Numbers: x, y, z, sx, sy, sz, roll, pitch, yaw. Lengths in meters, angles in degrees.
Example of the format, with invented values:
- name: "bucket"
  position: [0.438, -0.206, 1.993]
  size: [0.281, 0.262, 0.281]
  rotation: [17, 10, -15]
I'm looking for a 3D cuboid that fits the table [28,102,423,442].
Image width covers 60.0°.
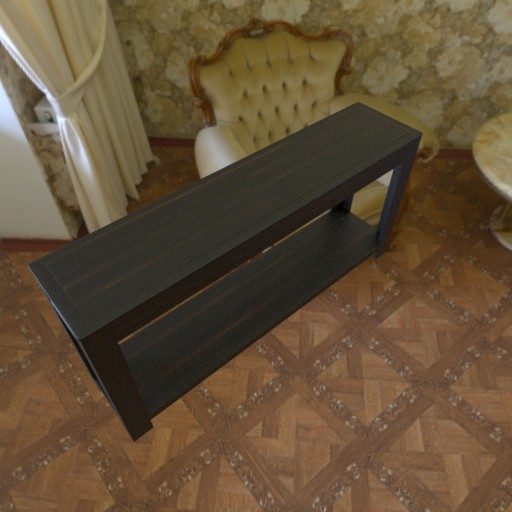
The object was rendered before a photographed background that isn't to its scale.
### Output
- name: "table"
  position: [0.000, 0.000, 1.974]
  size: [1.631, 0.762, 0.384]
  rotation: [-32, 55, -26]
